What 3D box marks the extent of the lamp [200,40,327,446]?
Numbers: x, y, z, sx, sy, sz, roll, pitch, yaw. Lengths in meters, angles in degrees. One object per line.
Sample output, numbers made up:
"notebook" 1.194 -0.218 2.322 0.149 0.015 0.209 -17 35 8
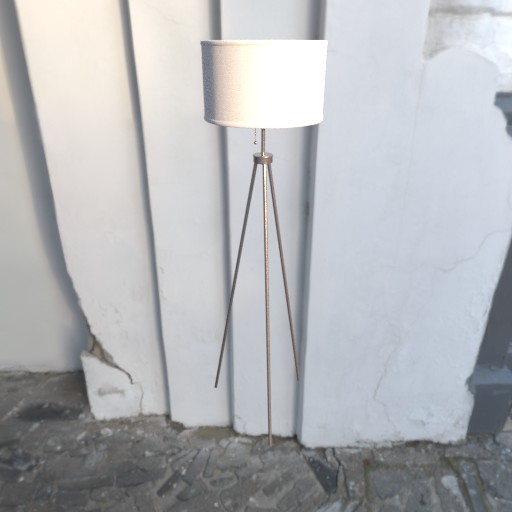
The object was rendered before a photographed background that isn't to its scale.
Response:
"lamp" 0.000 0.000 1.768 0.458 1.545 0.448 8 26 15
